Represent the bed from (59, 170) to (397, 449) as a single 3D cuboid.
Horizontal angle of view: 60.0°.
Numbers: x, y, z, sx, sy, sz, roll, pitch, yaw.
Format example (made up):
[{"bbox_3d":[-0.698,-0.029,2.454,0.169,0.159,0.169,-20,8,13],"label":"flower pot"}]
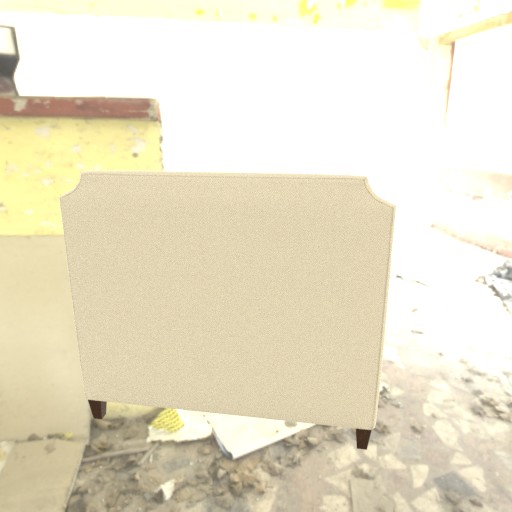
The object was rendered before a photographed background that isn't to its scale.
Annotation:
[{"bbox_3d":[0.000,0.000,3.434,1.712,1.497,2.372,3,16,9],"label":"bed"}]
